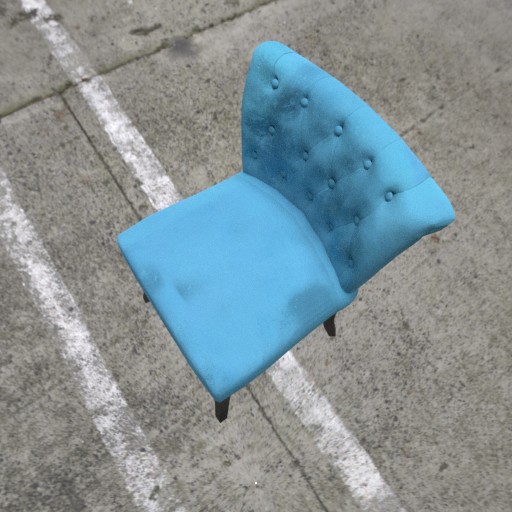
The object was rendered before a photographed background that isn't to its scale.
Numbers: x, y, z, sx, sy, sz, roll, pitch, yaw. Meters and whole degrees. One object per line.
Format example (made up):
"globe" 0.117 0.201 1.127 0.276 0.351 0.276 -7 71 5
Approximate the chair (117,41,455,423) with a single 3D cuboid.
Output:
"chair" 0.000 0.000 1.168 0.605 0.750 0.582 -31 67 -15
